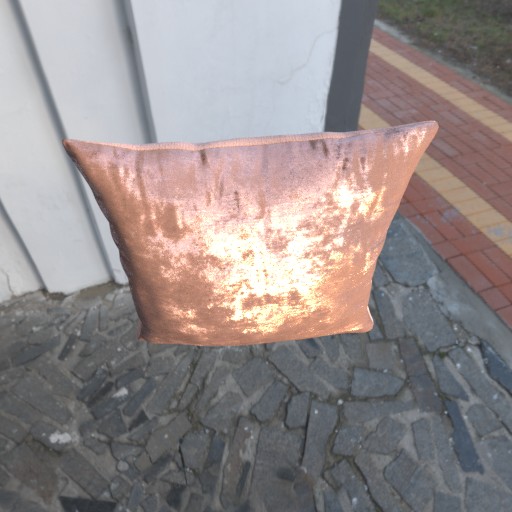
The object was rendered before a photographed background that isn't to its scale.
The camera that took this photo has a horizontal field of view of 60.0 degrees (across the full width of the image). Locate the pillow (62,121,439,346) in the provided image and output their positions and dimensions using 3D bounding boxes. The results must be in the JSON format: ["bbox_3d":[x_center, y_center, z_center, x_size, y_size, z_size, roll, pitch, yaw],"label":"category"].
[{"bbox_3d":[0.000,0.000,0.714,0.470,0.464,0.175,-4,46,-3],"label":"pillow"}]
